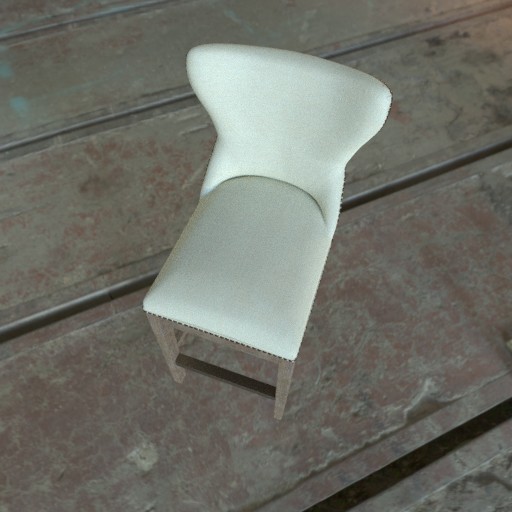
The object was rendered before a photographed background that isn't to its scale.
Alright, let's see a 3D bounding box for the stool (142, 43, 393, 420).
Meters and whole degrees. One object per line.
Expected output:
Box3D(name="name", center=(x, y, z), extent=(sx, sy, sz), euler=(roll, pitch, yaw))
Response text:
Box3D(name="stool", center=(0.000, 0.000, 1.302), extent=(0.498, 0.981, 0.608), euler=(17, 58, 11))
